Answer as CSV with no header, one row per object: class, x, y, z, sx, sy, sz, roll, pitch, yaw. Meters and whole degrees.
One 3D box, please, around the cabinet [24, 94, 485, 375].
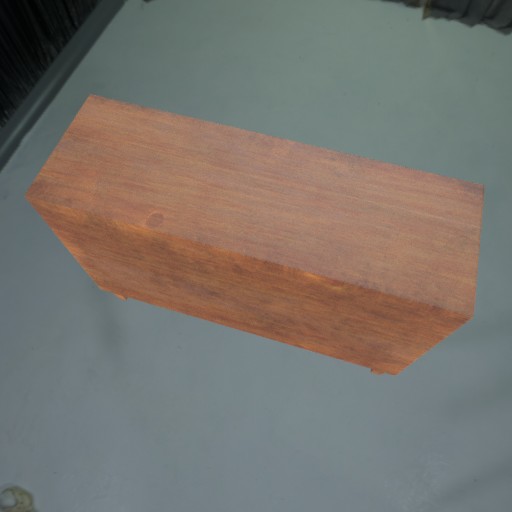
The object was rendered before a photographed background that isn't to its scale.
cabinet,0.000,0.000,1.580,1.204,0.805,0.403,15,64,7
